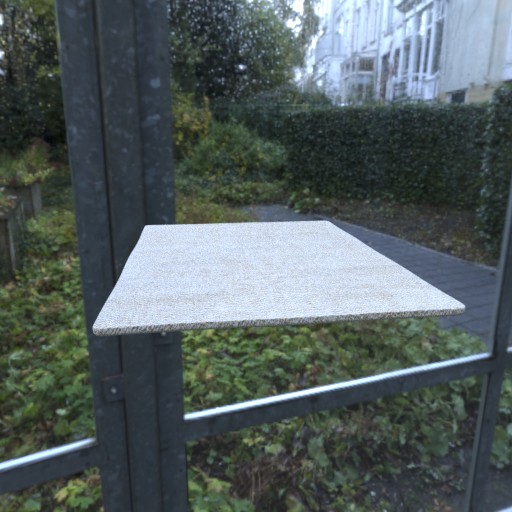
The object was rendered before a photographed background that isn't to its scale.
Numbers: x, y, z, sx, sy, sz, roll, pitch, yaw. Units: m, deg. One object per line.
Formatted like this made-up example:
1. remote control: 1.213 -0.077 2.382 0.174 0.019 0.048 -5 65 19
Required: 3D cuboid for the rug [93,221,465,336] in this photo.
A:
1. rug: 0.000 0.000 2.145 1.200 0.027 1.600 -2 15 -8
